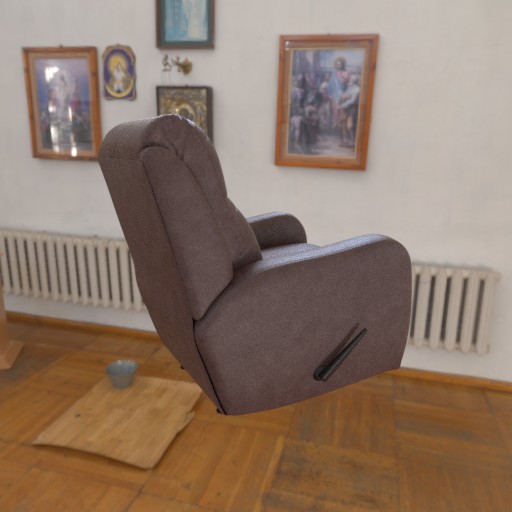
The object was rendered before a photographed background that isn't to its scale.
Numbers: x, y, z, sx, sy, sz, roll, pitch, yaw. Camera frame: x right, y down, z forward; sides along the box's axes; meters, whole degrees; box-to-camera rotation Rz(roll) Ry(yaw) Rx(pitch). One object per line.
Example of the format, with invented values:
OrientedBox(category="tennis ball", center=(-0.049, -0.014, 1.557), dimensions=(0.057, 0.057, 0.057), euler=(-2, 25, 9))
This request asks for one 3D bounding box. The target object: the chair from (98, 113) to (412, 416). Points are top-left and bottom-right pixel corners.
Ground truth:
OrientedBox(category="chair", center=(0.000, 0.000, 1.821), dimensions=(1.067, 1.067, 0.865), euler=(-8, 16, -29))
